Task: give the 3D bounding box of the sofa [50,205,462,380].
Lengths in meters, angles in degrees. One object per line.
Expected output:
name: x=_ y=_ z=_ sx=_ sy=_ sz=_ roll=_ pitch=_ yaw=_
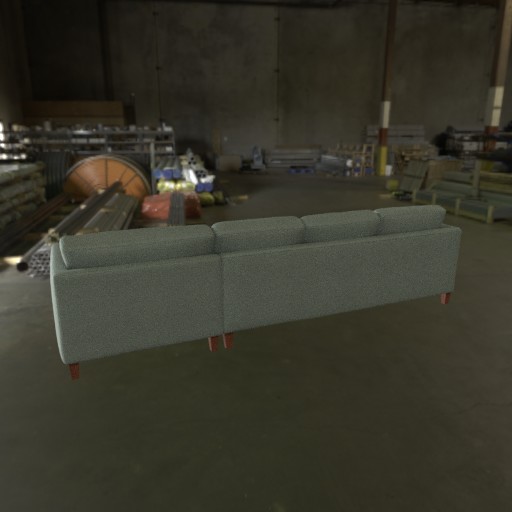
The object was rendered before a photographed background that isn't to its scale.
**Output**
sofa: x=0.000 y=0.000 z=4.129 sx=3.471 sy=0.950 sz=1.604 roll=-7 pitch=17 yaw=-23
